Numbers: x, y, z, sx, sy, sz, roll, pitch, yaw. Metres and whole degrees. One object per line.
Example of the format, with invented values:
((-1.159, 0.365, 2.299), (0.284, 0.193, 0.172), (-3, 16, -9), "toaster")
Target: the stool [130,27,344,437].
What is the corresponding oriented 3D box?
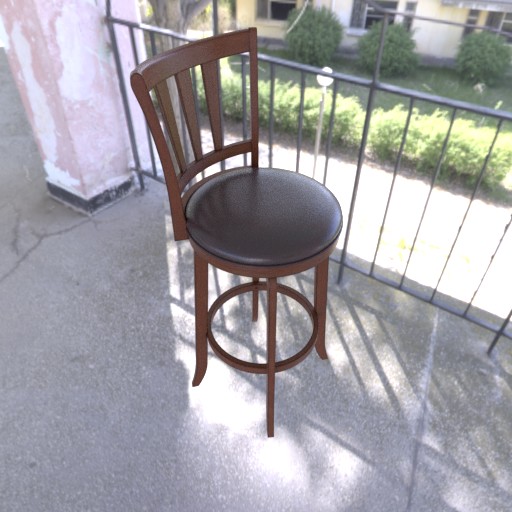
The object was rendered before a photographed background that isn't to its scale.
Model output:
((0.000, 0.000, 1.384), (0.503, 1.177, 0.464), (25, 47, 26), "stool")
